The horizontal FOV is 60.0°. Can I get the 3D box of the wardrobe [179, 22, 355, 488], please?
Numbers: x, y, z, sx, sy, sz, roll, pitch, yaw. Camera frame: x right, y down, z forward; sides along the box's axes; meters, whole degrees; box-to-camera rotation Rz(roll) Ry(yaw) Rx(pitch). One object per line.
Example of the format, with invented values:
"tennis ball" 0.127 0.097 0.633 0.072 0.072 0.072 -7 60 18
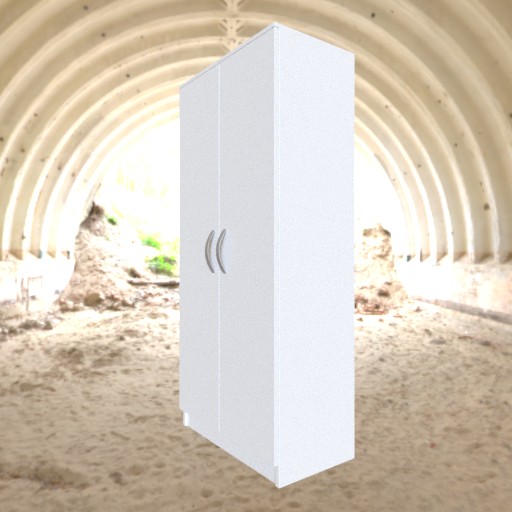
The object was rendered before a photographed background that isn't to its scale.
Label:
"wardrobe" 0.000 0.000 2.030 0.470 1.700 0.760 0 0 -36
